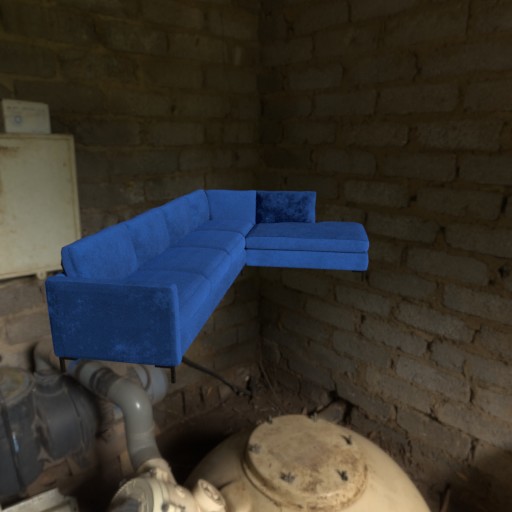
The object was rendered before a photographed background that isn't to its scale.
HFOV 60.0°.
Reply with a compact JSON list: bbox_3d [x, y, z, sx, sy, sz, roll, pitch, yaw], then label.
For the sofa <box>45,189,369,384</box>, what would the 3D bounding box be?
[{"bbox_3d":[0.000,0.000,3.229,1.707,0.687,2.486,3,16,9],"label":"sofa"}]
